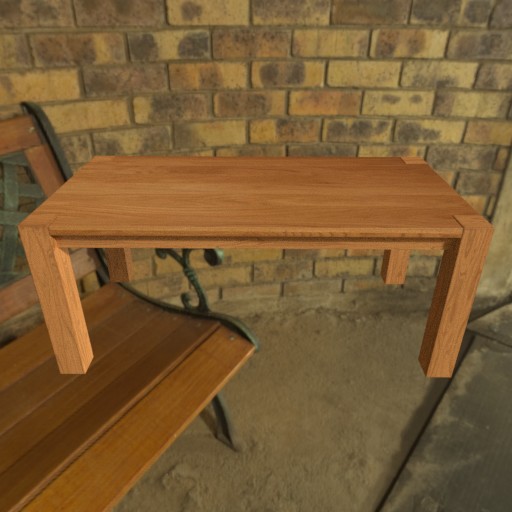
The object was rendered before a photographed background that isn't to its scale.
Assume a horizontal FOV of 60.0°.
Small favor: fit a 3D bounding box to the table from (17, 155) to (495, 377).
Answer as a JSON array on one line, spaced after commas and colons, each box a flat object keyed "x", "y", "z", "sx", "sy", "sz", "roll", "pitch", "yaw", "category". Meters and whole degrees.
[{"x": 0.000, "y": 0.000, "z": 2.246, "sx": 1.800, "sy": 0.760, "sz": 0.900, "roll": 0, "pitch": 29, "yaw": 1, "category": "table"}]
